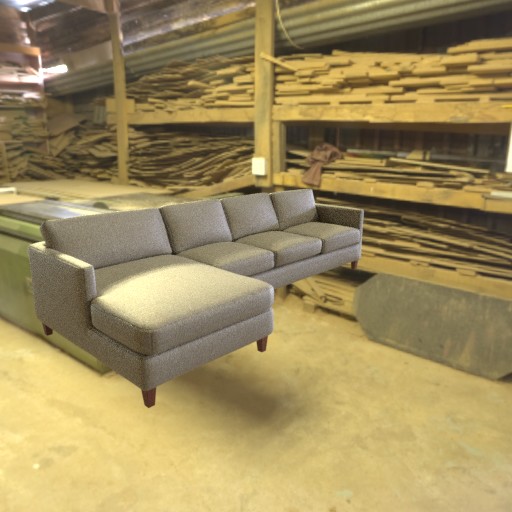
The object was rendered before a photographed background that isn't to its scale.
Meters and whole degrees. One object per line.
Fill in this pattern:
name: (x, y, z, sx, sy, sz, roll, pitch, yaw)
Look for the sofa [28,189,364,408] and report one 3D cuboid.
sofa: (0.000, 0.000, 3.801, 1.502, 0.876, 3.201, 14, 20, 42)
